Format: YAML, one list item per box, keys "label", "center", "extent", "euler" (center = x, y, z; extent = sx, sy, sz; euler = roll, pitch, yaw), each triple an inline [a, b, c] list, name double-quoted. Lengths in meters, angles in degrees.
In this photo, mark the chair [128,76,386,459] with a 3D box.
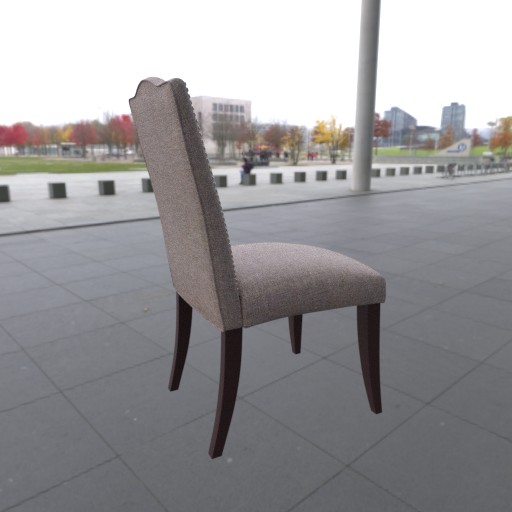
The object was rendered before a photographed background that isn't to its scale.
- label: "chair"
  center: [0.000, 0.000, 1.399]
  extent: [0.660, 1.016, 0.513]
  euler: [-7, 15, -26]
